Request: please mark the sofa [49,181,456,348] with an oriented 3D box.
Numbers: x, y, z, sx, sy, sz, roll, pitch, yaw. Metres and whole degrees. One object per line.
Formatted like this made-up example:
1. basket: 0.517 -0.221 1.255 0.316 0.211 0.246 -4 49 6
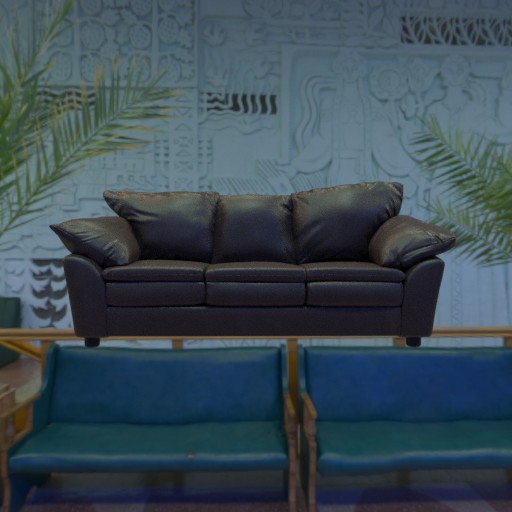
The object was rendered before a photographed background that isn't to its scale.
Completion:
1. sofa: 0.000 0.000 2.986 2.390 1.091 0.907 0 0 0
